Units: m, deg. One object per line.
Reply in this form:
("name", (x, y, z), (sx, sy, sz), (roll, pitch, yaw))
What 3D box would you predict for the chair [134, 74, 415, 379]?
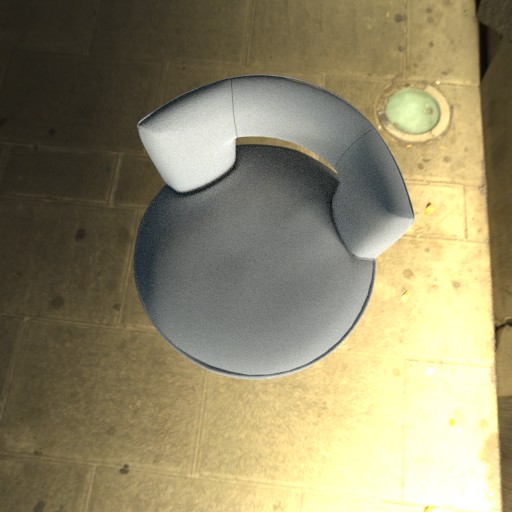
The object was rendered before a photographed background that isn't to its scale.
("chair", (0.000, 0.000, 1.230), (0.650, 0.723, 0.665), (20, 75, 5))
